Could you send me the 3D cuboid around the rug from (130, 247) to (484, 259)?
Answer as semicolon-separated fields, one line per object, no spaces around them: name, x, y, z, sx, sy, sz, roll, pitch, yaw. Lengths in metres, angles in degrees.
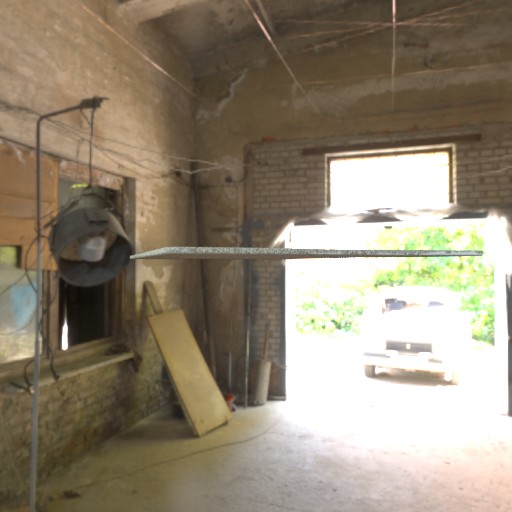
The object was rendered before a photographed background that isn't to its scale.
rug;0.000;0.000;2.962;1.500;0.026;2.349;0;-1;-19
